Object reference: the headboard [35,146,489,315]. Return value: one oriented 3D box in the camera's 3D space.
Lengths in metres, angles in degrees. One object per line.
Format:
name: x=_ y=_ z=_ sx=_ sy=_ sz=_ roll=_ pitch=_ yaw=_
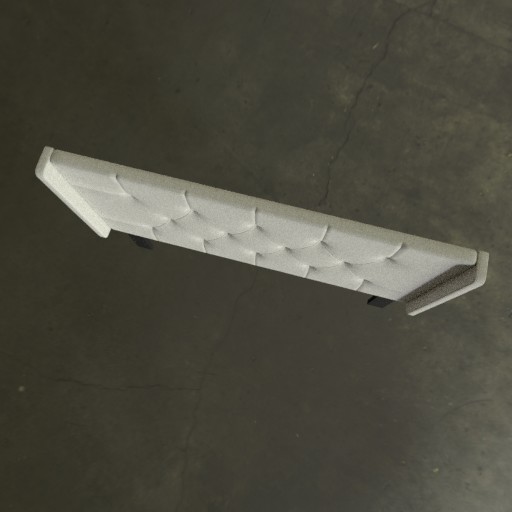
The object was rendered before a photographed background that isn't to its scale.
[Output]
headboard: x=0.000 y=0.000 z=2.696 sx=2.051 sy=1.524 sz=0.184 roll=14 pitch=74 yaw=4
